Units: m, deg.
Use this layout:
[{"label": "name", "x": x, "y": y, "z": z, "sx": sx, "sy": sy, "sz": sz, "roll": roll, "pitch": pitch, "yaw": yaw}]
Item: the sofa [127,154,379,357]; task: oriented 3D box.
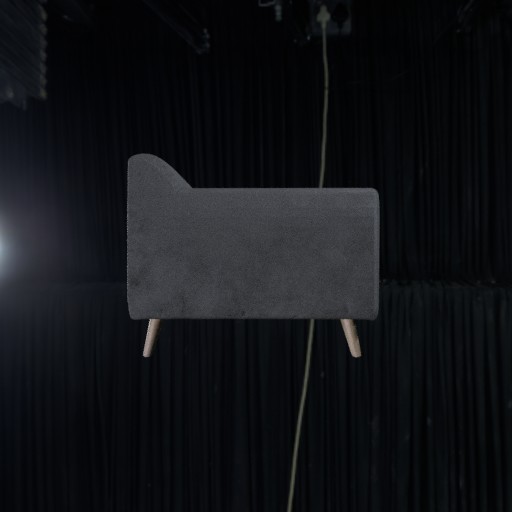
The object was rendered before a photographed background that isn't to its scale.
[{"label": "sofa", "x": 0.000, "y": 0.000, "z": 2.642, "sx": 0.900, "sy": 0.740, "sz": 2.190, "roll": 0, "pitch": 0, "yaw": 1}]
